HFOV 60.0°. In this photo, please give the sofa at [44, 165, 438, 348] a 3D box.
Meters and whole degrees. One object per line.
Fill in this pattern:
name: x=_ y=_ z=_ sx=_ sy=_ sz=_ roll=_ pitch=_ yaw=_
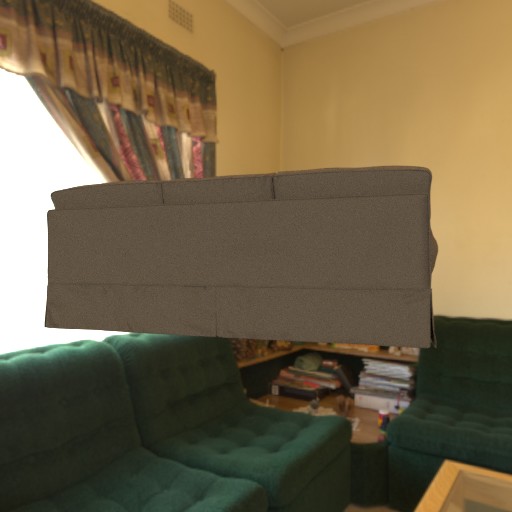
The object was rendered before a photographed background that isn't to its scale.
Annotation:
sofa: x=0.000 y=0.000 z=3.389 sx=2.475 sy=0.978 sz=1.733 roll=0 pitch=-1 yaw=17
